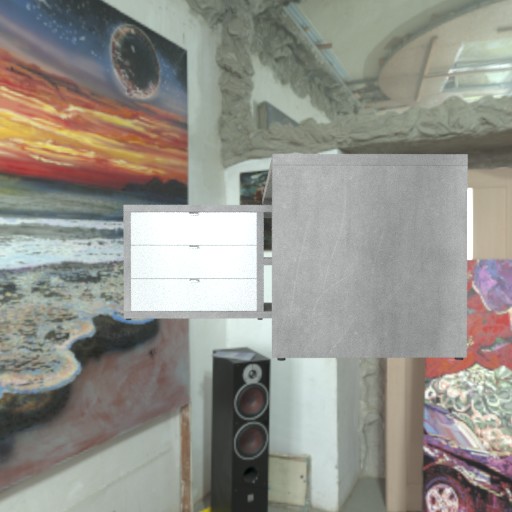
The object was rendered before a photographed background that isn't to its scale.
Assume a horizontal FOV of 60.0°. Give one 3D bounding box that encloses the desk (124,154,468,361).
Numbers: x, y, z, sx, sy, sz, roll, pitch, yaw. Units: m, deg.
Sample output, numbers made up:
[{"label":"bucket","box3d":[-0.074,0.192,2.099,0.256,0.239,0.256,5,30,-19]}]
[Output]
[{"label":"desk","box3d":[0.000,0.000,2.280,1.500,0.740,1.400,0,1,-1]}]
